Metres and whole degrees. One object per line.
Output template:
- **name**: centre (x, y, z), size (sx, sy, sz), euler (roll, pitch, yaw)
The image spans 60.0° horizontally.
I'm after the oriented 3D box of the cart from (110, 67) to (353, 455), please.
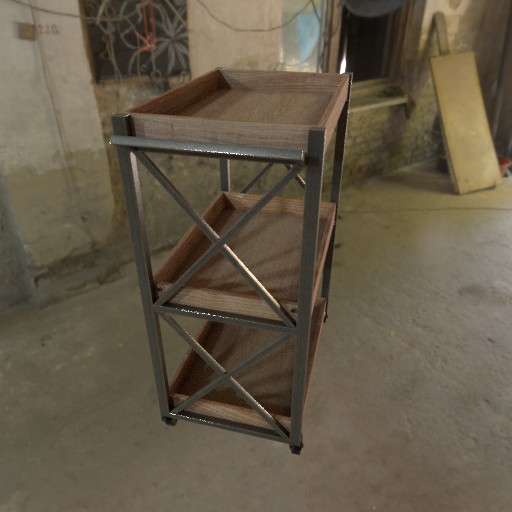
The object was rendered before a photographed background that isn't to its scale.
- **cart**: centre (0.000, 0.000, 1.168), size (0.377, 0.835, 0.673), euler (8, 32, 12)
